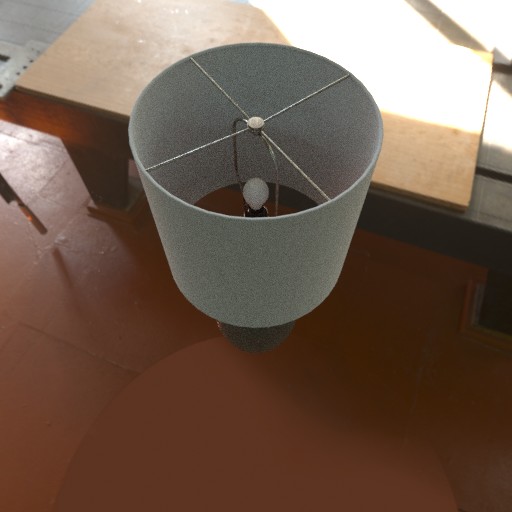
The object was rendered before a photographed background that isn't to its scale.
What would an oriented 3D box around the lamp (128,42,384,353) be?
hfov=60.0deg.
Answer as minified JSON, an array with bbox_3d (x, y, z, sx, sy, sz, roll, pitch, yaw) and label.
[{"bbox_3d":[0.000,0.000,0.573,0.217,0.453,0.217,-30,63,-17],"label":"lamp"}]
